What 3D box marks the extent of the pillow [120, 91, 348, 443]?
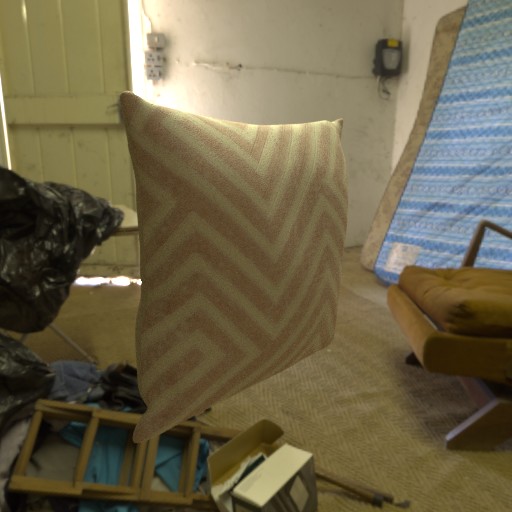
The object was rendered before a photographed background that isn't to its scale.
[{"bbox_3d":[0.000,0.000,0.679,0.182,0.441,0.440,12,18,43],"label":"pillow"}]
